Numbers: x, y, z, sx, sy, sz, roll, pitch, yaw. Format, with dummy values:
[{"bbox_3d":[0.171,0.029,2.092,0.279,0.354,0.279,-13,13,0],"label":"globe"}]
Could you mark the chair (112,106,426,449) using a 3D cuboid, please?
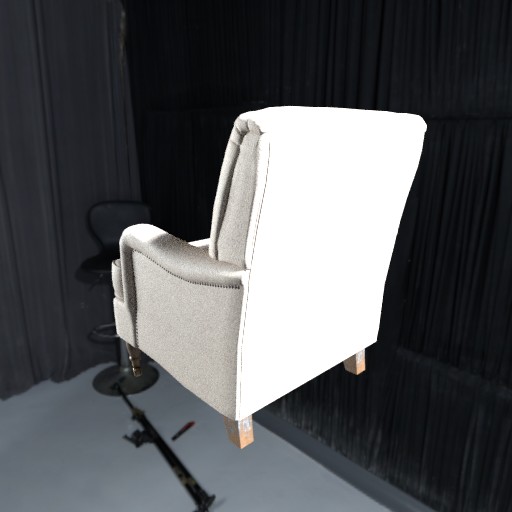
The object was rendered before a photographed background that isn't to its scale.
[{"bbox_3d":[0.000,0.000,1.805,0.879,1.119,0.953,-15,21,-42],"label":"chair"}]
